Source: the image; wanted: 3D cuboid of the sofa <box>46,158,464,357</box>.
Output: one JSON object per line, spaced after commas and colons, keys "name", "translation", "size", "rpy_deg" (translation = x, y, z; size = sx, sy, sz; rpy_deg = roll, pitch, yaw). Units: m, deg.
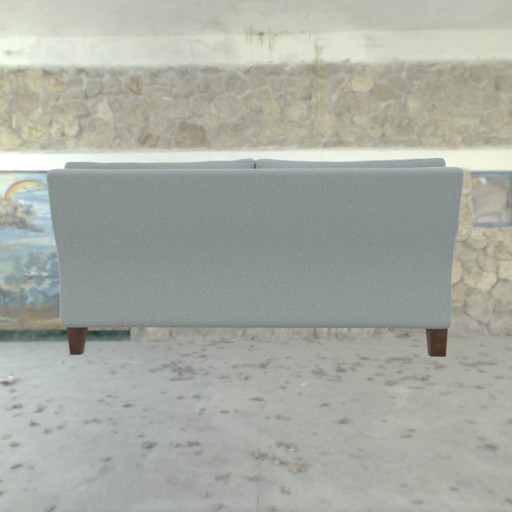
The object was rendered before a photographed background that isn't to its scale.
{"name": "sofa", "translation": [0.000, 0.000, 2.760], "size": [2.193, 1.096, 1.069], "rpy_deg": [0, 0, 1]}
